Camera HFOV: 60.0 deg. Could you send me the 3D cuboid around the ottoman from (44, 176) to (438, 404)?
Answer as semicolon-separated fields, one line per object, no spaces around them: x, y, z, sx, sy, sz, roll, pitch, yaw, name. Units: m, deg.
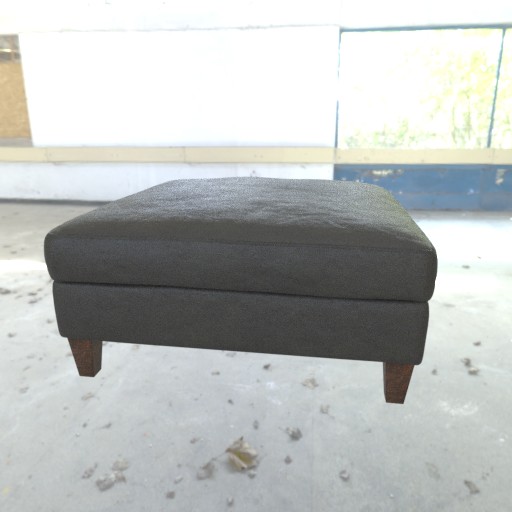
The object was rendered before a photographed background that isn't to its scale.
0.000;0.000;1.312;0.844;0.415;0.836;3;17;8;ottoman
